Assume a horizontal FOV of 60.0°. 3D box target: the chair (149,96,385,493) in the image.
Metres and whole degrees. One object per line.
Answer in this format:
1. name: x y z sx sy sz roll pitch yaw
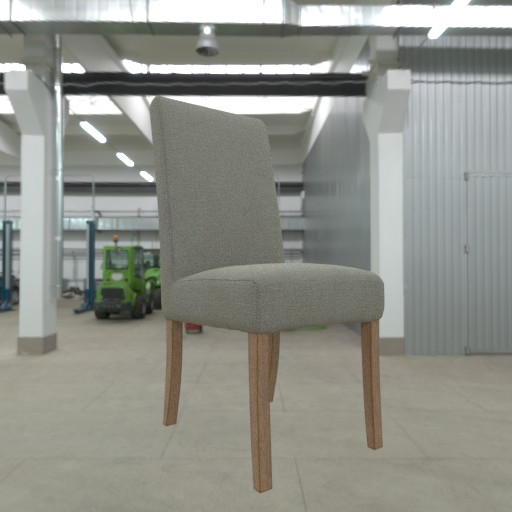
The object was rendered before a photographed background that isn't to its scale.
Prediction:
1. chair: 0.000 0.000 1.327 0.450 1.033 0.611 1 -1 -36
